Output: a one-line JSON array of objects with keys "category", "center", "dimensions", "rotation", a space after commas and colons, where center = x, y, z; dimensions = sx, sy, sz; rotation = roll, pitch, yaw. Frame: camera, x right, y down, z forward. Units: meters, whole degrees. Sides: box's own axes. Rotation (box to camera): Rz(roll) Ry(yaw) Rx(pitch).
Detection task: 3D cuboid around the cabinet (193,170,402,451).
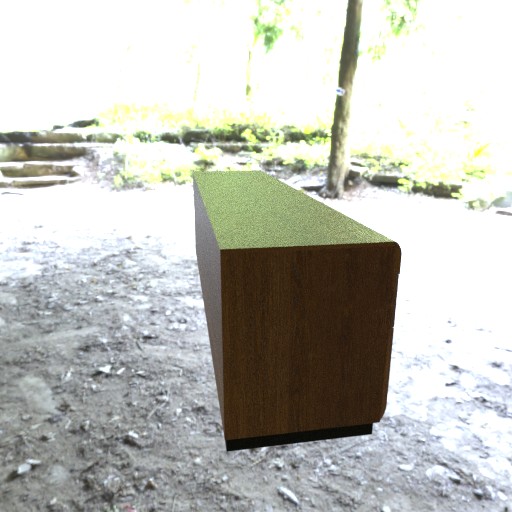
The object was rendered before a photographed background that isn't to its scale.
[{"category": "cabinet", "center": [0.000, 0.000, 1.738], "dimensions": [0.419, 0.510, 1.600], "rotation": [-3, 17, -9]}]
